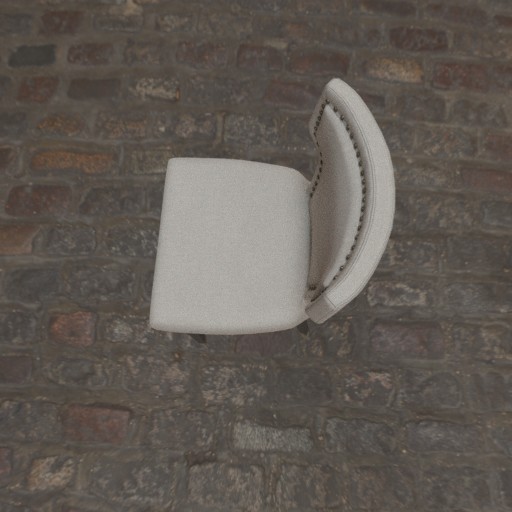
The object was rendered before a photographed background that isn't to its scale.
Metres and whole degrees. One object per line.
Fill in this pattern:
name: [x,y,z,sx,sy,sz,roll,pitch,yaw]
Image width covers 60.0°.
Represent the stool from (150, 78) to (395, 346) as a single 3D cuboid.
stool: [0.000,0.000,1.403,0.563,1.092,0.526,3,74,1]
